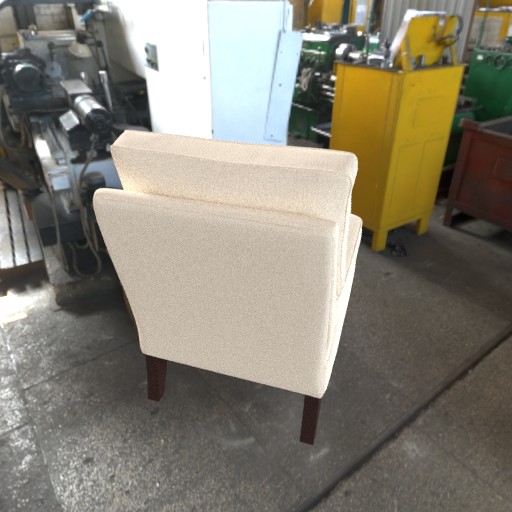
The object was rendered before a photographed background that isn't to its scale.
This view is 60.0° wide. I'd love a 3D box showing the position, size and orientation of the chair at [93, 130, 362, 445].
[{"bbox_3d":[0.000,0.000,1.466,0.630,0.887,0.781,10,32,16],"label":"chair"}]
